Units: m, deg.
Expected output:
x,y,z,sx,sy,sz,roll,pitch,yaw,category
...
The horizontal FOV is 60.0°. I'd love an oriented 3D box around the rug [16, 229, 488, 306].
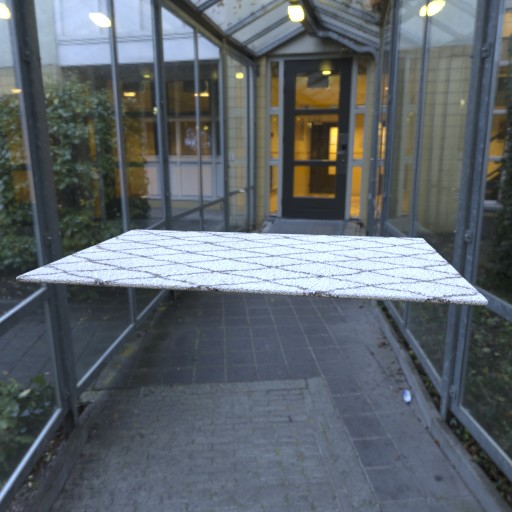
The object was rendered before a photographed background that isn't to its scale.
x,y,z,sx,sy,sz,roll,pitch,yaw,category
0.000,0.000,2.974,2.438,0.030,1.524,2,14,9,rug
